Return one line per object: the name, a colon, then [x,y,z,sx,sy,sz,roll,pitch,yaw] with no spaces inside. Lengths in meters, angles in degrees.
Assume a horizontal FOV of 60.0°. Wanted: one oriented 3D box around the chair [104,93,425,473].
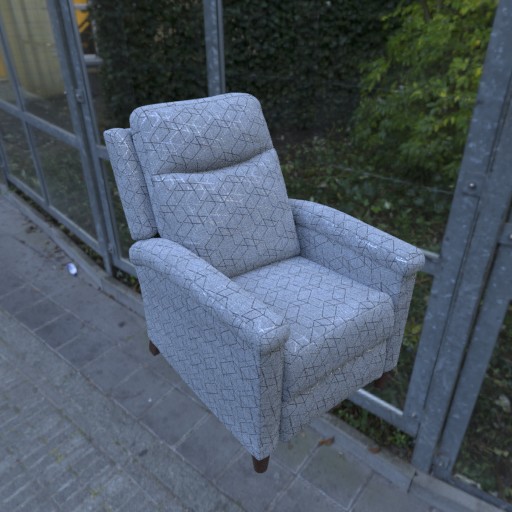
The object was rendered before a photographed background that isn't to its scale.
chair: [0.000,0.000,1.688,0.753,1.048,0.987,-21,36,-32]
